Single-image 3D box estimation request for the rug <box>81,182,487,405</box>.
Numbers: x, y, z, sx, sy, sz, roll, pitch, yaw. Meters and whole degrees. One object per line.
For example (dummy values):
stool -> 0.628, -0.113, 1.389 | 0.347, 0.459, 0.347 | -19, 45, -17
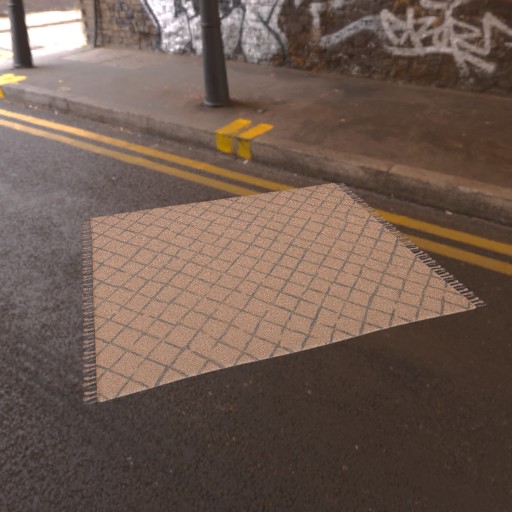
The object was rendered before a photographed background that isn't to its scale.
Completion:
rug -> 0.000, 0.000, 4.770 | 3.585, 0.036, 2.892 | -10, 35, -15
